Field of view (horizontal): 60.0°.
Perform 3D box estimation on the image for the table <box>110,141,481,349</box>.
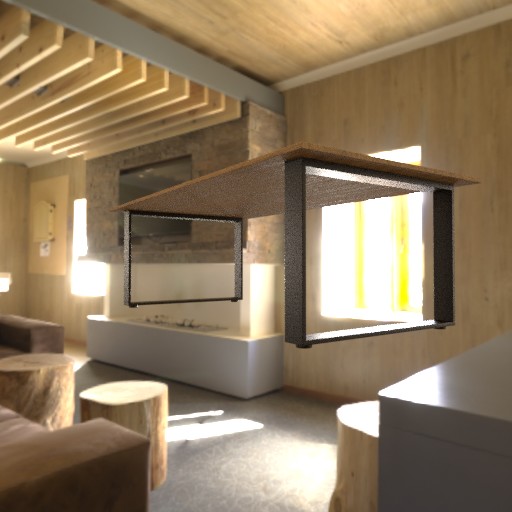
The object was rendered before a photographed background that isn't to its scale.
[{"bbox_3d":[0.000,0.000,1.650,0.693,0.445,1.331,1,-1,-35],"label":"table"}]
